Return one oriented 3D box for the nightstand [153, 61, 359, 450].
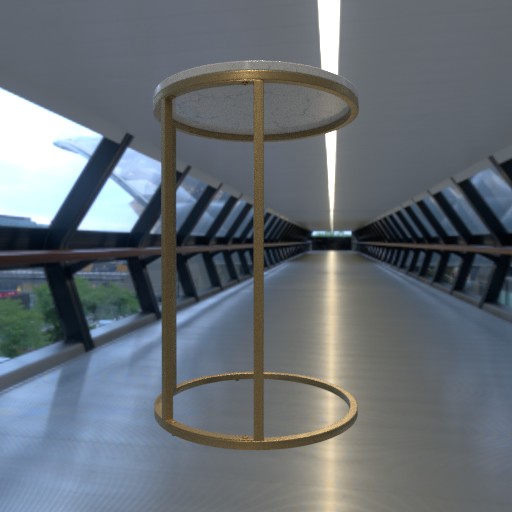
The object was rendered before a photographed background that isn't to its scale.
[{"bbox_3d":[0.000,0.000,0.890,0.400,0.610,0.400,-1,1,-36],"label":"nightstand"}]
